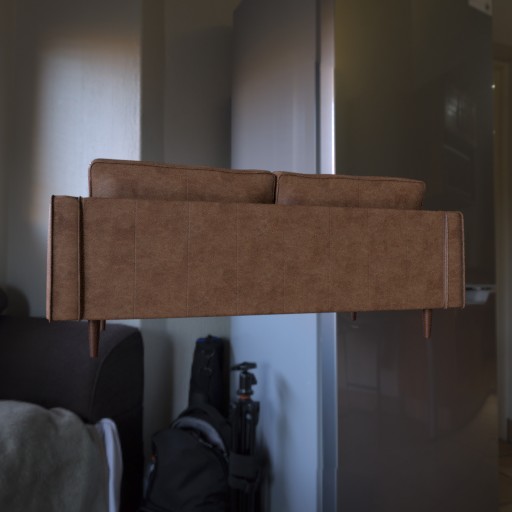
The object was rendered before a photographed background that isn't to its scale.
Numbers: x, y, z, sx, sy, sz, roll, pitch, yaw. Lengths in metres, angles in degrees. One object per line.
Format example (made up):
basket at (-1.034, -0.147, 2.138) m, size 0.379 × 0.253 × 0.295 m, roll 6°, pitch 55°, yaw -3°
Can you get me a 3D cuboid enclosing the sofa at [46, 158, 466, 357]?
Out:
sofa at (0.000, 0.000, 2.350) m, size 1.920 × 0.825 × 0.924 m, roll 0°, pitch -1°, yaw -17°
